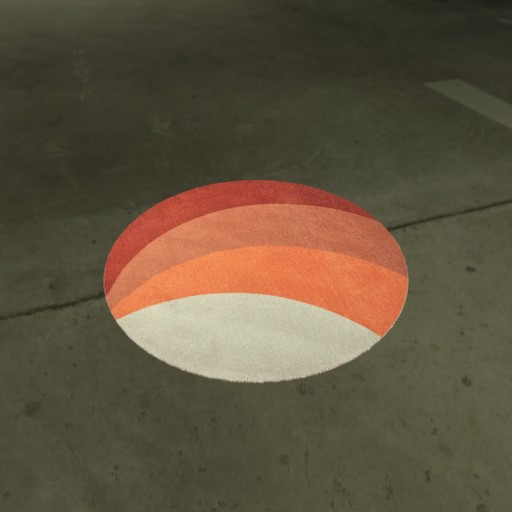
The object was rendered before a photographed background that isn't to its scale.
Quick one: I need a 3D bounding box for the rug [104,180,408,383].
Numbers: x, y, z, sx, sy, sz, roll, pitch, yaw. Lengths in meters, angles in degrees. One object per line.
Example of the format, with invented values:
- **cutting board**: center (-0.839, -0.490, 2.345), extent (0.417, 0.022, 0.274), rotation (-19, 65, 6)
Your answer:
- **rug**: center (0.000, 0.000, 2.278), extent (1.514, 0.015, 1.514), rotation (0, 40, 0)
